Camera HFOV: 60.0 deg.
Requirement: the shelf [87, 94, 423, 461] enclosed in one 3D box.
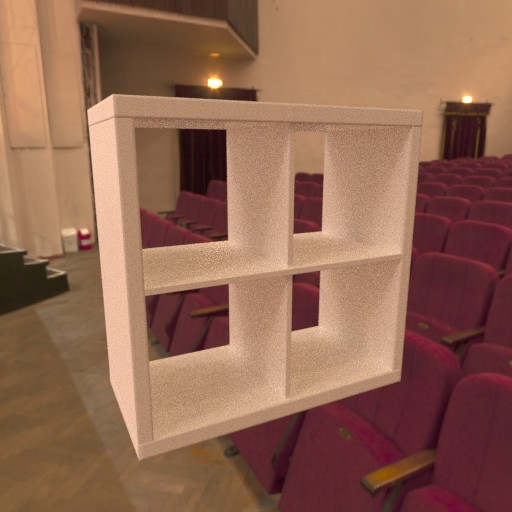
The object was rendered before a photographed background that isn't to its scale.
[{"bbox_3d":[0.000,0.000,1.254,0.790,0.786,0.390,-7,15,-26],"label":"shelf"}]
